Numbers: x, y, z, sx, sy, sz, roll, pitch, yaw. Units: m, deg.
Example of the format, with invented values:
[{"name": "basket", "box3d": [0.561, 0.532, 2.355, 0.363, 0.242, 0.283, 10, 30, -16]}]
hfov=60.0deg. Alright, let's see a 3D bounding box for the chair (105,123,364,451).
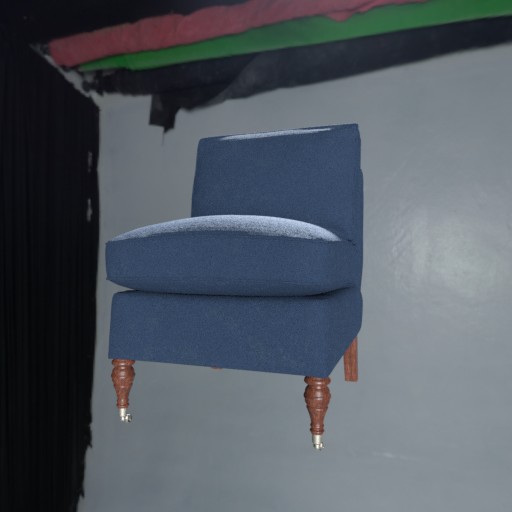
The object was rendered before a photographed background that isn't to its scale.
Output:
[{"name": "chair", "box3d": [0.000, 0.000, 1.641, 0.724, 1.052, 0.912, 0, 0, 19]}]
